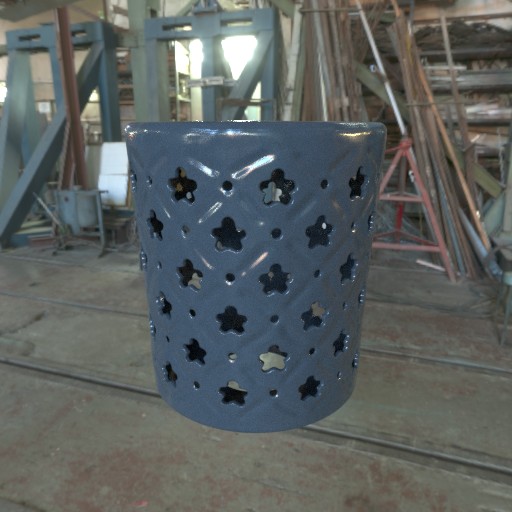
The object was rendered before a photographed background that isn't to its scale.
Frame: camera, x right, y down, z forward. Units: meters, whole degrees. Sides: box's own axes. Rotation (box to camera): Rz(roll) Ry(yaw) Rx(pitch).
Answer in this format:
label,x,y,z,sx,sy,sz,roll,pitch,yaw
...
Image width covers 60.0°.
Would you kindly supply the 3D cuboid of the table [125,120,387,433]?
label,x,y,z,sx,sy,sz,roll,pitch,yaw
table,0.000,0.000,0.663,0.352,0.387,0.352,0,16,0
